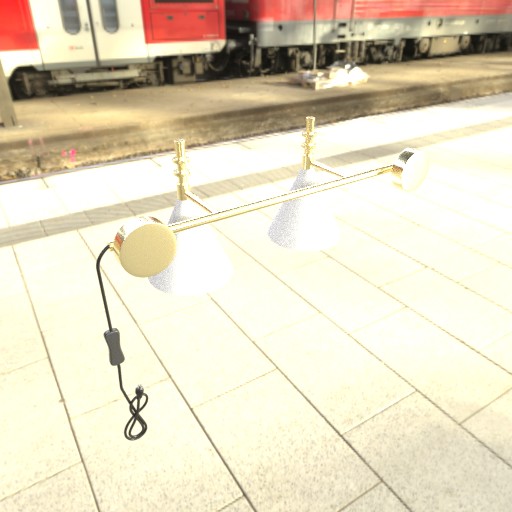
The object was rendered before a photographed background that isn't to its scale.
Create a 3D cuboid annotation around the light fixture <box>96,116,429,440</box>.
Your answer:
[{"bbox_3d":[0.000,0.000,0.854,0.642,0.468,0.239,-19,35,-29],"label":"light fixture"}]
